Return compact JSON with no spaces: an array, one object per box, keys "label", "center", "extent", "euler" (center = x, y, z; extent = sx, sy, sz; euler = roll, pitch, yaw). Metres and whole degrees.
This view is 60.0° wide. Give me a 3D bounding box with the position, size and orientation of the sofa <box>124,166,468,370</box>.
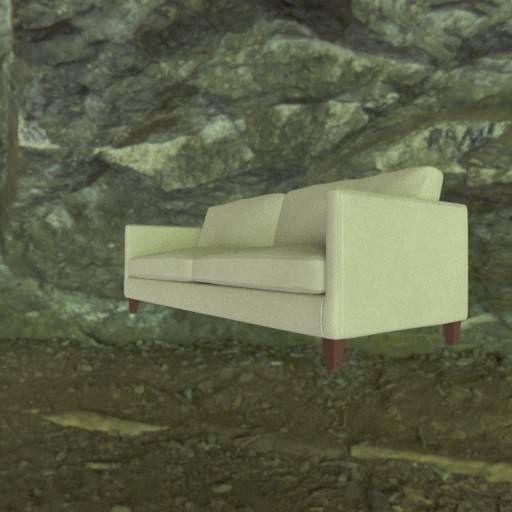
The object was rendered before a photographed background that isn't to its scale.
[{"label":"sofa","center":[0.000,0.000,2.929],"extent":[0.988,0.912,2.404],"euler":[0,0,-36]}]
